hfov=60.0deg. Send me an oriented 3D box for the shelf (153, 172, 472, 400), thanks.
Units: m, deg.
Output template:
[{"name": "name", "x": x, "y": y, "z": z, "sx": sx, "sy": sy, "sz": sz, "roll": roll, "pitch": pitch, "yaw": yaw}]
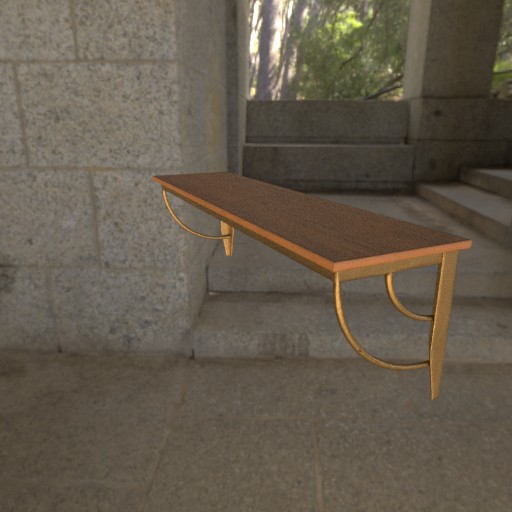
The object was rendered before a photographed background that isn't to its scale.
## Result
[{"name": "shelf", "x": 0.000, "y": 0.000, "z": 0.705, "sx": 0.166, "sy": 0.190, "sz": 0.636, "roll": -8, "pitch": 19, "yaw": -25}]
